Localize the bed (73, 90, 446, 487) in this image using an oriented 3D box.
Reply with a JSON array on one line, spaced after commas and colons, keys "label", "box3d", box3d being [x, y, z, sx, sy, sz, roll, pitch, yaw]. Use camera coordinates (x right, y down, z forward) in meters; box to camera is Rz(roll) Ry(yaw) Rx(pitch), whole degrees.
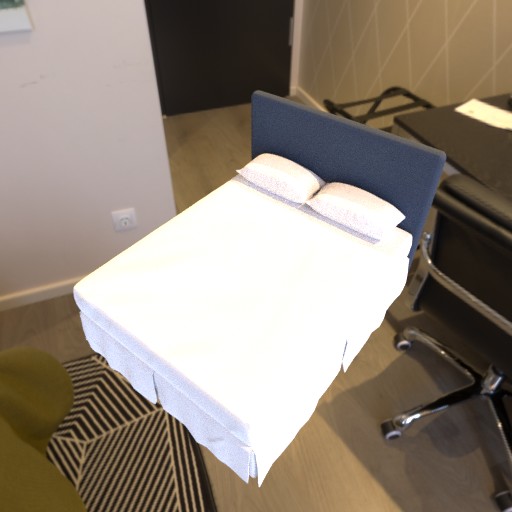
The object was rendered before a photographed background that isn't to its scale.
[{"label": "bed", "box3d": [0.000, 0.000, 3.190, 1.713, 1.330, 2.162, 29, 50, 27]}]
